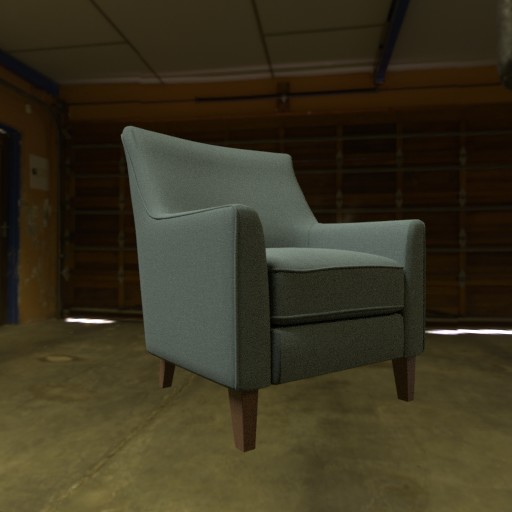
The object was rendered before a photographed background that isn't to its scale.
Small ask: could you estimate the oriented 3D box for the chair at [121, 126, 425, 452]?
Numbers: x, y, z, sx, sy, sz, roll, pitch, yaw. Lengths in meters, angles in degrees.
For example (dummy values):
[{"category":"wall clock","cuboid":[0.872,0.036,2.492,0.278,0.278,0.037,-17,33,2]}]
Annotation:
[{"category":"chair","cuboid":[0.000,0.000,1.544,0.756,0.916,0.879,0,0,-36]}]
